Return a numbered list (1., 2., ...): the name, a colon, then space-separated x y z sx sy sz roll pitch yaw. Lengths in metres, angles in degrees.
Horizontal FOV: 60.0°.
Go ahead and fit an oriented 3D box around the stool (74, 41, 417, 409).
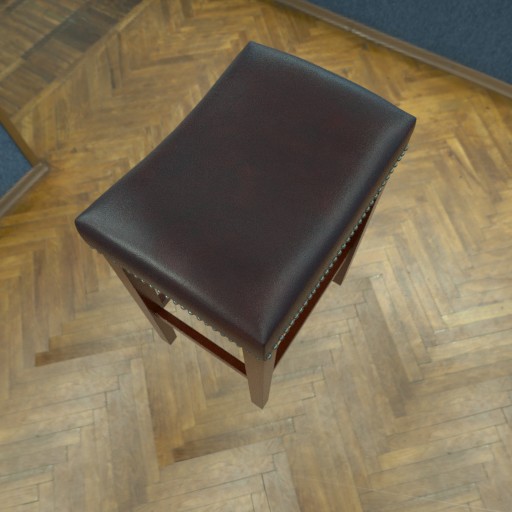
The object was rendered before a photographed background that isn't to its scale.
1. stool: 0.000 0.000 1.040 0.372 0.742 0.504 31 68 14
